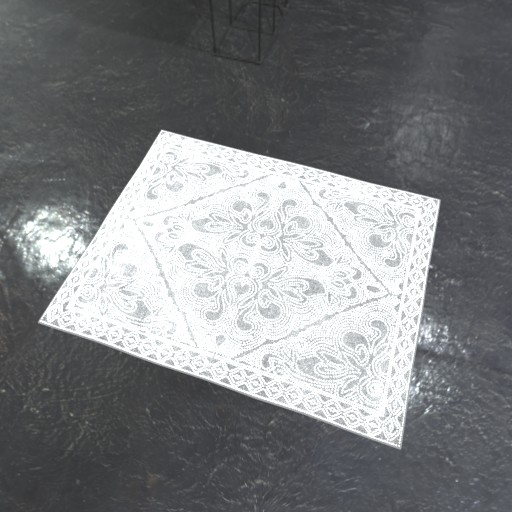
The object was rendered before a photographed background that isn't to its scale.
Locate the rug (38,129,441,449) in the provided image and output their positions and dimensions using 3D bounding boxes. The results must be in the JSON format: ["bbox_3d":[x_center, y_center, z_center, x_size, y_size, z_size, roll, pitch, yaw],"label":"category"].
[{"bbox_3d":[0.000,0.000,4.036,3.048,0.012,2.438,17,60,10],"label":"rug"}]
